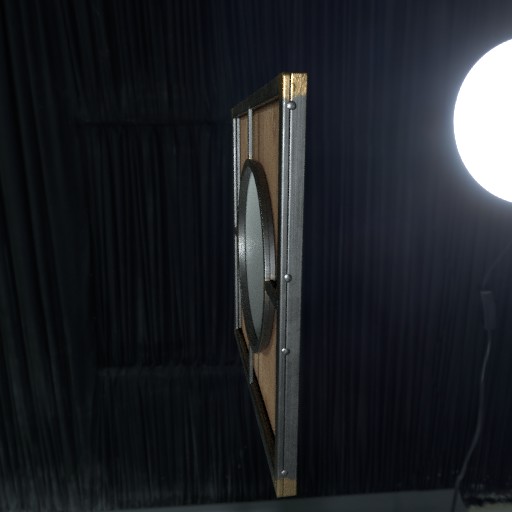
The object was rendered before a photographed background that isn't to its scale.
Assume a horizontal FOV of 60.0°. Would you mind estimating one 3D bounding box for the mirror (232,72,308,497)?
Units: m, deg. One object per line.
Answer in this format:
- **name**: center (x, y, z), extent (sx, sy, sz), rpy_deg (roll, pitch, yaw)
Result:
- **mirror**: center (0.000, 0.000, 0.561), extent (0.020, 0.381, 0.382), rpy_deg (-2, 15, -9)
